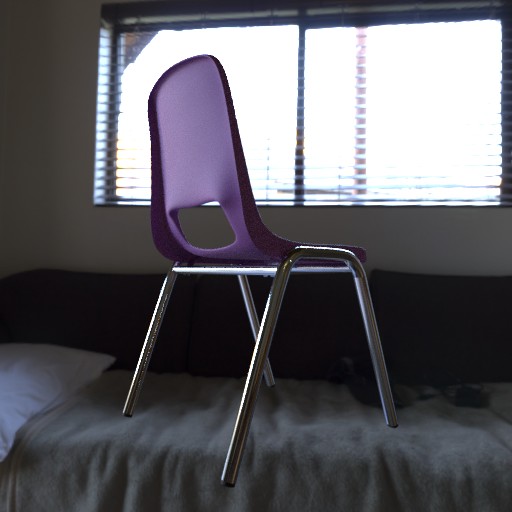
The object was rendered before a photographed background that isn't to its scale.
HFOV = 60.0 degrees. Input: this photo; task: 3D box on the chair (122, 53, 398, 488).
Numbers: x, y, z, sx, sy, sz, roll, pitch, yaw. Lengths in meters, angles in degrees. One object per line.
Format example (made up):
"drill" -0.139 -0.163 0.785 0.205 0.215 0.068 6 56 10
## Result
"chair" 0.000 0.000 0.666 0.301 0.493 0.291 1 -2 -38
